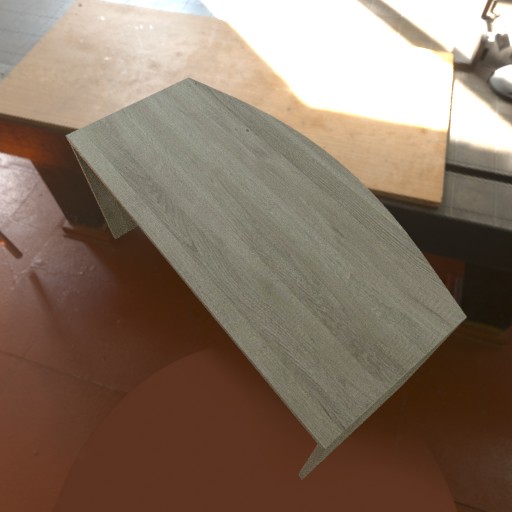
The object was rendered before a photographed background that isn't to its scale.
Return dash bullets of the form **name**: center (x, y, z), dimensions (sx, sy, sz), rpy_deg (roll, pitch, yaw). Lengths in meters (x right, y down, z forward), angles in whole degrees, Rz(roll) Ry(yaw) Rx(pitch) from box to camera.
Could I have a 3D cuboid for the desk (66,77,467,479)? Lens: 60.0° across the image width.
- **desk**: center (0.000, 0.000, 2.011), dimensions (0.802, 0.752, 1.600), rpy_deg (-34, 64, -20)
